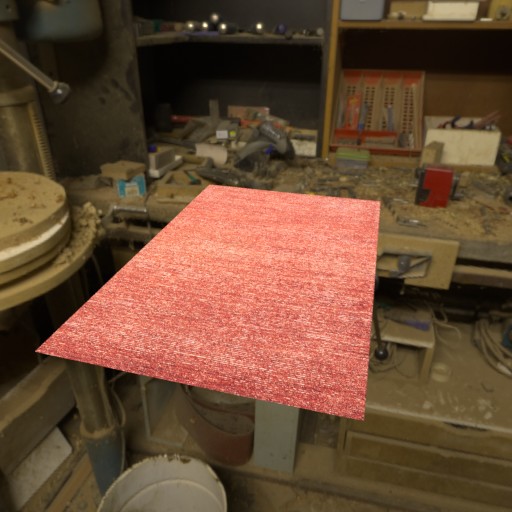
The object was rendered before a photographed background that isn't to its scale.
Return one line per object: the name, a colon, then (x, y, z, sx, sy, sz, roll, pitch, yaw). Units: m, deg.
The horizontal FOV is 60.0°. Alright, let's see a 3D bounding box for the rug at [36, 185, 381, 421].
rug: (0.000, 0.000, 2.169, 1.139, 0.011, 1.747, 8, 30, 13)
